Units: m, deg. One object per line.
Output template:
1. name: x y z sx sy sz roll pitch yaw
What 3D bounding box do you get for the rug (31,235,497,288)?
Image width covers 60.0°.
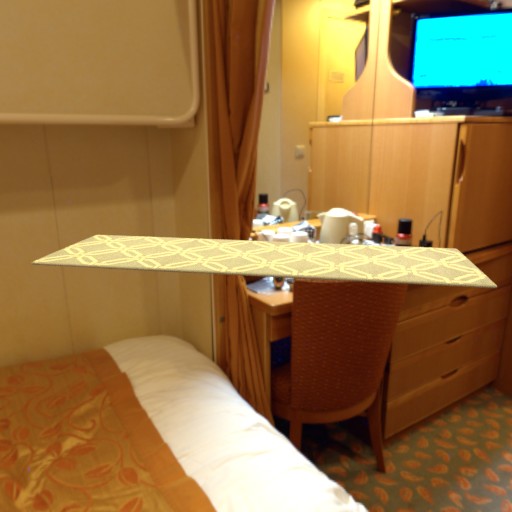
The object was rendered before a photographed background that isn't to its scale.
1. rug: 0.000 0.000 2.456 2.276 0.014 0.678 3 15 9
